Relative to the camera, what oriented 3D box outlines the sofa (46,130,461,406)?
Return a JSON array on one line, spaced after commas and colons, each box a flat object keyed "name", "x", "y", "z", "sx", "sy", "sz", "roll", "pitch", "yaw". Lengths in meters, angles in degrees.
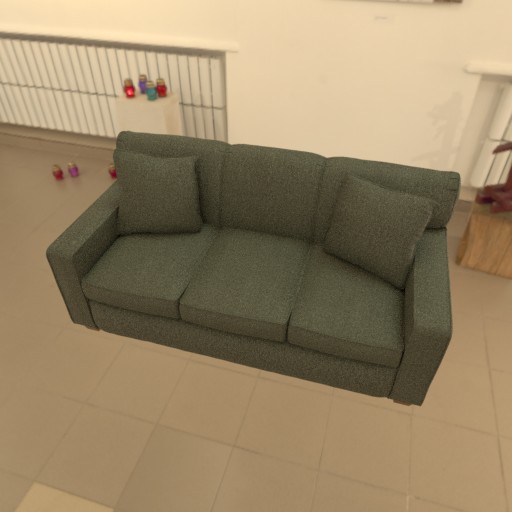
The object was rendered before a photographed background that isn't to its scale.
[{"name": "sofa", "x": 0.000, "y": 0.000, "z": 2.511, "sx": 2.024, "sy": 0.958, "sz": 0.997, "roll": 10, "pitch": 41, "yaw": 12}]
